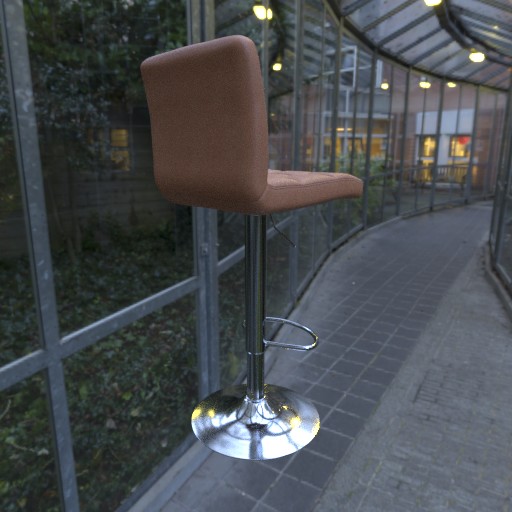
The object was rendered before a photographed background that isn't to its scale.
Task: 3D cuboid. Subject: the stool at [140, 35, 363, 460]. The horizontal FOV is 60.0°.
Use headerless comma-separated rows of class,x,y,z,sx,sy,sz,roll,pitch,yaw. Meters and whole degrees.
stool,0.000,0.000,1.350,0.505,1.115,0.430,-13,19,-43
